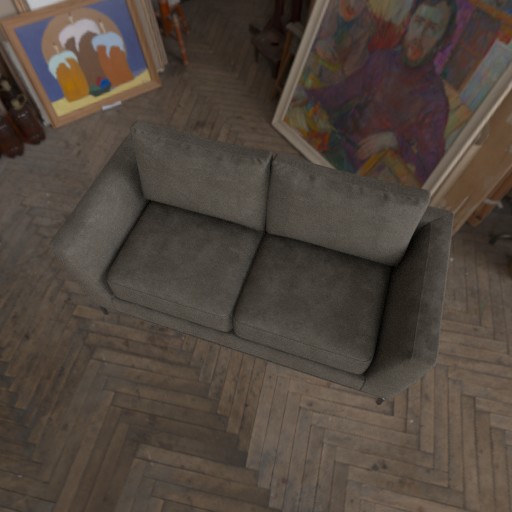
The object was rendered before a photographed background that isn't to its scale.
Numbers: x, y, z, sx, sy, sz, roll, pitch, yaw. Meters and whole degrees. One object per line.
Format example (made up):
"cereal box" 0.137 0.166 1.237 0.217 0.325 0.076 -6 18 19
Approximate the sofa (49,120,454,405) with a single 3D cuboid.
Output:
"sofa" 0.000 0.000 2.361 1.832 1.013 0.855 16 59 10
